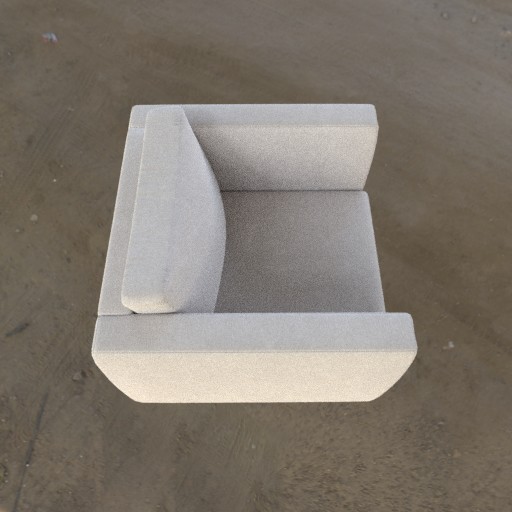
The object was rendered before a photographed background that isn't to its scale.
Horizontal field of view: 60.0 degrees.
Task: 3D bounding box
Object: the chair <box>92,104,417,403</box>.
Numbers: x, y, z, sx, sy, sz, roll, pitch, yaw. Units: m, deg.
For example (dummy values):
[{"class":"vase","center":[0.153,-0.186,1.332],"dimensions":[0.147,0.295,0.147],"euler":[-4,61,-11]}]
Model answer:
[{"class":"chair","center":[0.000,0.000,1.693],"dimensions":[0.930,0.860,1.000],"euler":[0,63,0]}]
